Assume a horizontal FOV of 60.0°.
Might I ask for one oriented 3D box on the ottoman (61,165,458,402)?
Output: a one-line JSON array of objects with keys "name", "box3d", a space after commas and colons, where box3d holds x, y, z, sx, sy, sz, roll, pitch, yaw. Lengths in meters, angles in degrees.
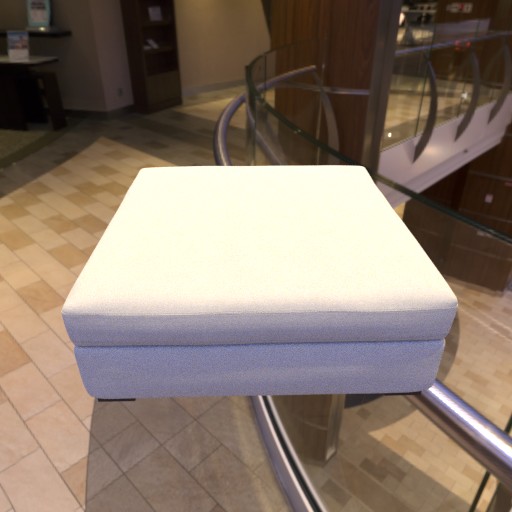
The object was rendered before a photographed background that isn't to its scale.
[{"name": "ottoman", "box3d": [0.000, 0.000, 1.811, 1.167, 0.482, 1.163, -1, 31, -1]}]
